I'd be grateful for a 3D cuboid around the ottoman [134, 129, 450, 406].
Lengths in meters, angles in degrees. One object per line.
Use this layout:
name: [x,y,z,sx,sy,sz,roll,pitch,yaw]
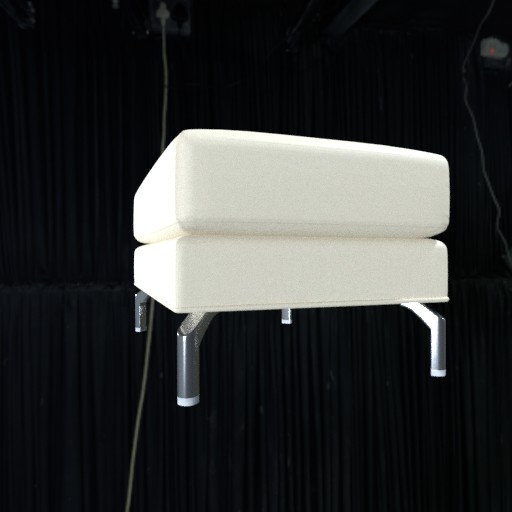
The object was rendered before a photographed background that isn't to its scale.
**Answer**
ottoman: [0.000,0.000,1.201,0.581,0.497,0.835,0,0,-20]
